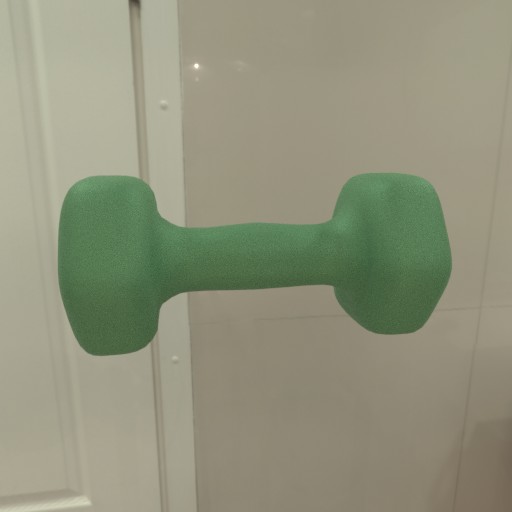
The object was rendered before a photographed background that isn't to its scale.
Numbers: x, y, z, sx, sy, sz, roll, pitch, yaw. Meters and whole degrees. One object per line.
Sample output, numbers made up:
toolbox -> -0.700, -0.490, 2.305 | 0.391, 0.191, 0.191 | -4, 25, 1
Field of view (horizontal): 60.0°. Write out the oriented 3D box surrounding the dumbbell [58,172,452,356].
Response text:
dumbbell -> 0.000, 0.000, 0.323 | 0.260, 0.117, 0.129 | -2, 14, -9
